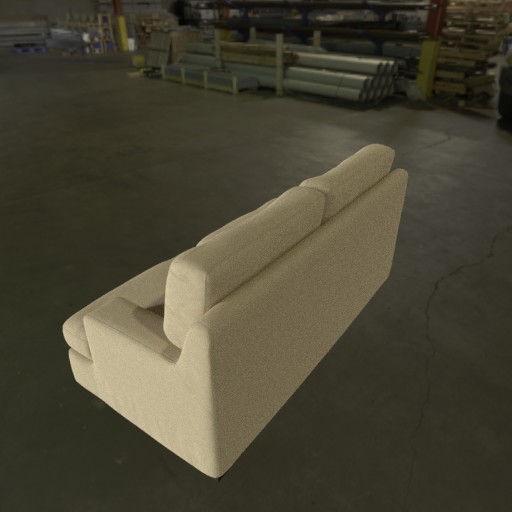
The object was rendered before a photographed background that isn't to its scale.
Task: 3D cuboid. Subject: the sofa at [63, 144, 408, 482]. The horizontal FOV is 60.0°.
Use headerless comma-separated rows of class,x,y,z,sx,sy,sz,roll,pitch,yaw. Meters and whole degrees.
sofa,0.000,0.000,2.411,0.962,0.967,1.885,20,35,30
